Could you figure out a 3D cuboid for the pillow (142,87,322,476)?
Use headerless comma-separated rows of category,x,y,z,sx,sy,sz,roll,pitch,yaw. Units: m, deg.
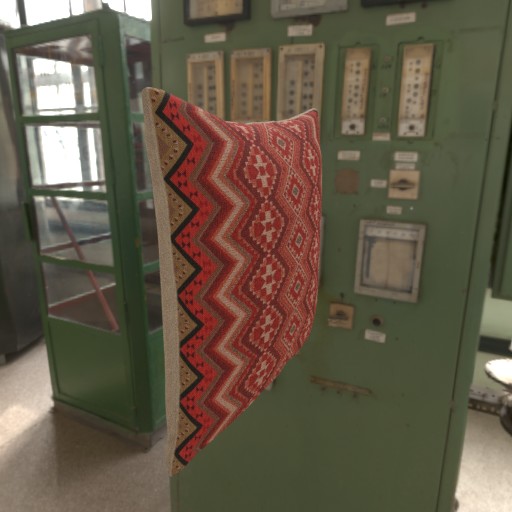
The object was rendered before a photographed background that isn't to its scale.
pillow,0.000,0.000,0.766,0.158,0.511,0.513,8,17,27
